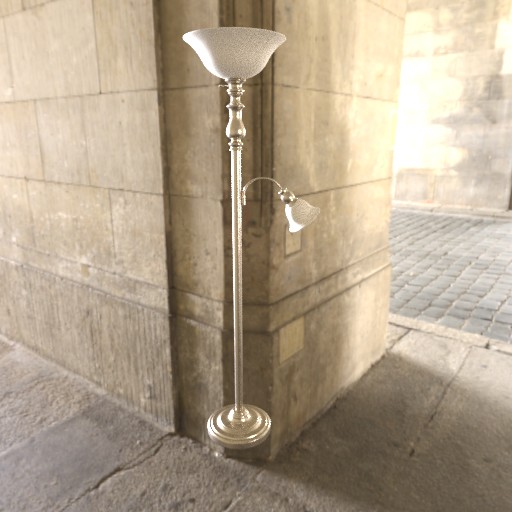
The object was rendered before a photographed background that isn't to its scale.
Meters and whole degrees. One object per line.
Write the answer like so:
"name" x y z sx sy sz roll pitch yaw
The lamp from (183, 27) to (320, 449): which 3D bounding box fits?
"lamp" 0.000 0.000 2.000 0.575 1.785 0.405 -2 16 -9
